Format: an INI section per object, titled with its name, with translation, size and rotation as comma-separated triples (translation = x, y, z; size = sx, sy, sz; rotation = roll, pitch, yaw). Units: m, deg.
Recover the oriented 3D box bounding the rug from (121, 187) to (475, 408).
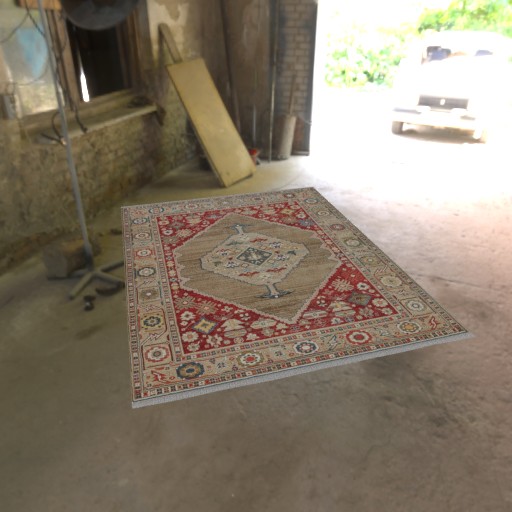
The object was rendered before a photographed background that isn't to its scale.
[rug]
translation = 0.000, 0.000, 4.263
size = 2.451, 0.008, 3.143
rotation = -8, 31, -14
